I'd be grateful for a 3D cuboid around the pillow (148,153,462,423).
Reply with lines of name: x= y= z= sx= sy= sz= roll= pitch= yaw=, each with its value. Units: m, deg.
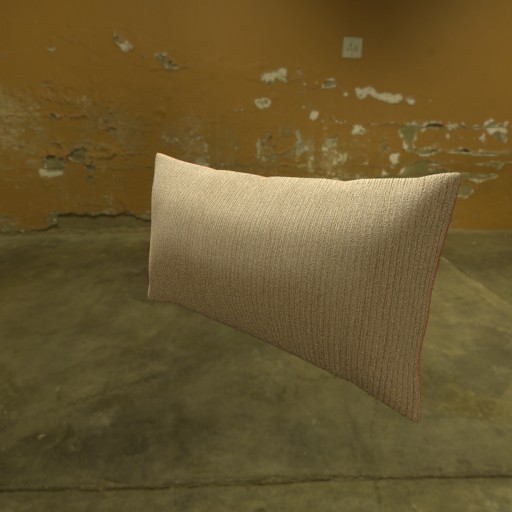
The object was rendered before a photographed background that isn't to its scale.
pillow: x=0.000 y=0.000 z=0.729 sx=0.608 sy=0.307 sz=0.155 roll=15 pitch=22 yaw=42
